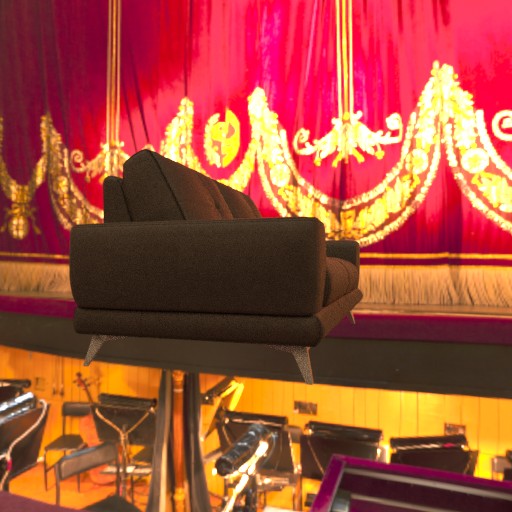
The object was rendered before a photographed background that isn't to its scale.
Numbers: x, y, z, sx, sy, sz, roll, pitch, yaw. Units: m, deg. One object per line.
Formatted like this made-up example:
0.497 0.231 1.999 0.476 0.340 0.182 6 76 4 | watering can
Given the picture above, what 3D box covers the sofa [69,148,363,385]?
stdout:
0.000 0.000 2.423 1.018 0.907 1.806 0 -1 18 | sofa
